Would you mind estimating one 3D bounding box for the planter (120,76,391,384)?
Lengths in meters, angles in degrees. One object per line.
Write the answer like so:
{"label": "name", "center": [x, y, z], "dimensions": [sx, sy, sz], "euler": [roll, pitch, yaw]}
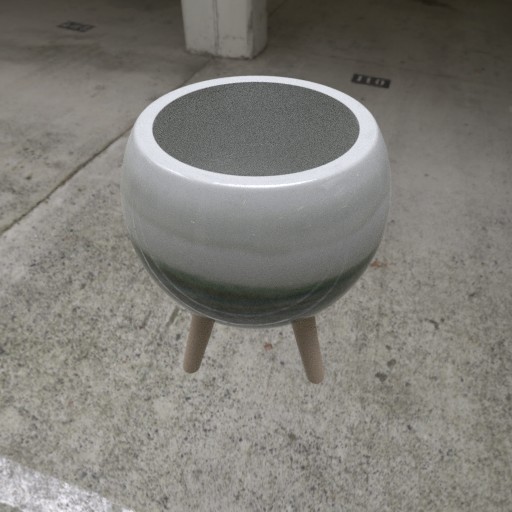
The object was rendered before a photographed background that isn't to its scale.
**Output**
{"label": "planter", "center": [0.000, 0.000, 0.427], "dimensions": [0.222, 0.278, 0.222], "euler": [0, 42, 0]}
